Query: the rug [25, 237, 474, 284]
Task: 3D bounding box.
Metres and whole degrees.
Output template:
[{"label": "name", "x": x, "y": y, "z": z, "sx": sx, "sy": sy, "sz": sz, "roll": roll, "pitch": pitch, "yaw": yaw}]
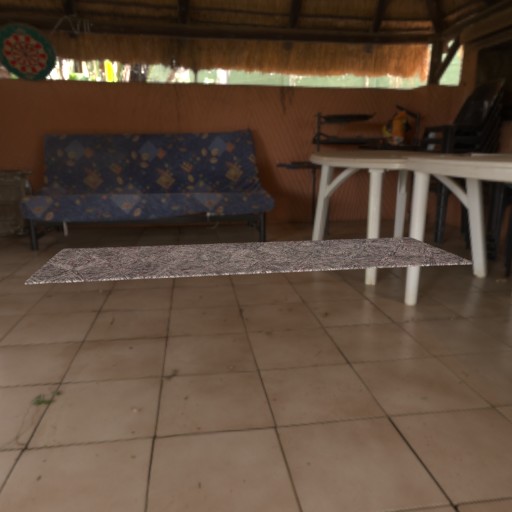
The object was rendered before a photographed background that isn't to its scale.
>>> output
[{"label": "rug", "x": 0.000, "y": 0.000, "z": 2.577, "sx": 2.305, "sy": 0.013, "sz": 0.719, "roll": -2, "pitch": 14, "yaw": -9}]
